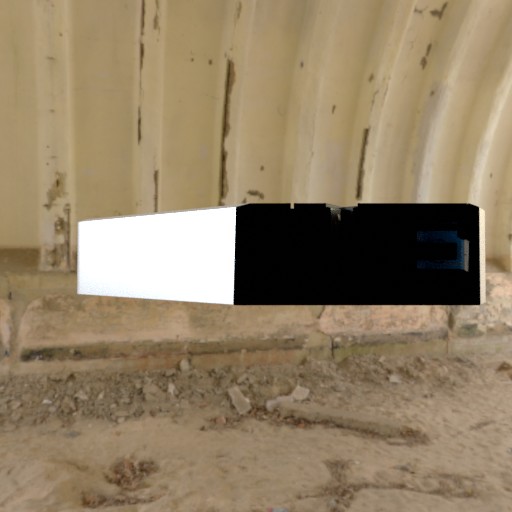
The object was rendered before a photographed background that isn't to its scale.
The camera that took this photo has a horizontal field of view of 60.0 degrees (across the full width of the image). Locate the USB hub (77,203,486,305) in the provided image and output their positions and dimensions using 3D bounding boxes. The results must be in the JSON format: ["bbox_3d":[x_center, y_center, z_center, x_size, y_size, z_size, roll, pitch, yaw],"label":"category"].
[{"bbox_3d":[0.000,0.000,0.124,0.110,0.023,0.044,-1,-1,36],"label":"USB hub"}]
